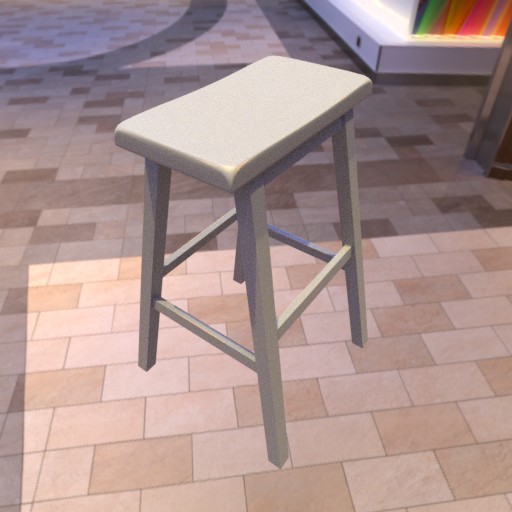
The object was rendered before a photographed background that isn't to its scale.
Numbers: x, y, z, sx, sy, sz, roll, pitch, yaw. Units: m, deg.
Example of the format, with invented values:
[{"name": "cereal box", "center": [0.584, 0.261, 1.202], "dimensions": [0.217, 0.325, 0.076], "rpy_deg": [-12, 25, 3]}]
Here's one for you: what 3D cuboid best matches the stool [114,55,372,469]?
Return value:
[{"name": "stool", "center": [0.000, 0.000, 1.020], "dimensions": [0.476, 0.737, 0.457], "rpy_deg": [26, 47, 26]}]
